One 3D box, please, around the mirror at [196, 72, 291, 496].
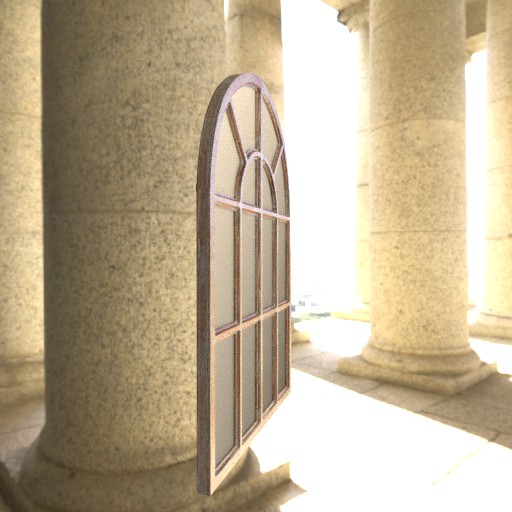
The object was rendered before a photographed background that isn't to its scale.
[{"bbox_3d":[0.000,0.000,1.169,0.032,0.920,0.660,0,1,18],"label":"mirror"}]
